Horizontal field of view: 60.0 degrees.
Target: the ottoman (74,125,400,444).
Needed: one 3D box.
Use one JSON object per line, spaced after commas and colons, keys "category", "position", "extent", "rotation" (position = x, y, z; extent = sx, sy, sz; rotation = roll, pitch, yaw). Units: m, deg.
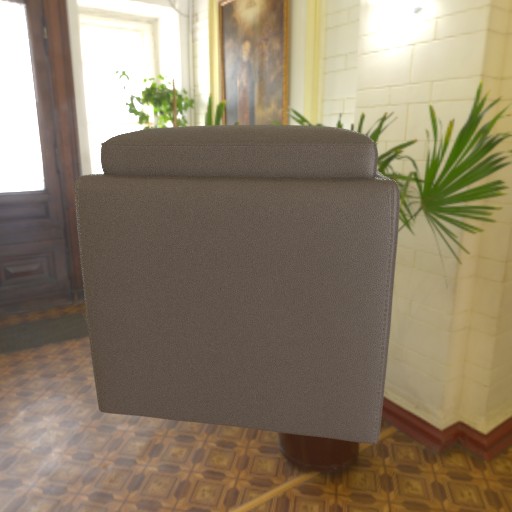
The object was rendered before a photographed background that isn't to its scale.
{"category": "ottoman", "position": [0.000, 0.000, 0.819], "extent": [0.451, 0.460, 0.450], "rotation": [3, 15, 10]}
